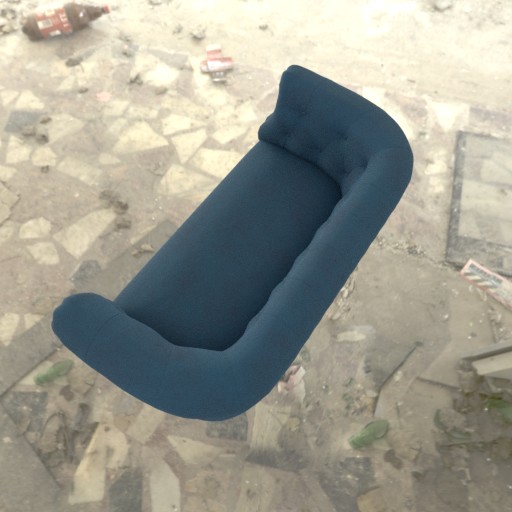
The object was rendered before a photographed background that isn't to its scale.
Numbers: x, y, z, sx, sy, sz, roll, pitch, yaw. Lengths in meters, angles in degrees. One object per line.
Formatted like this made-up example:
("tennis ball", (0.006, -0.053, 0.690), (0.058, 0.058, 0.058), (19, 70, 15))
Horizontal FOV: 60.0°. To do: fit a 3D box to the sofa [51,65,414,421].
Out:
("sofa", (0.000, 0.000, 1.991), (0.835, 0.827, 1.558), (32, 67, 15))
